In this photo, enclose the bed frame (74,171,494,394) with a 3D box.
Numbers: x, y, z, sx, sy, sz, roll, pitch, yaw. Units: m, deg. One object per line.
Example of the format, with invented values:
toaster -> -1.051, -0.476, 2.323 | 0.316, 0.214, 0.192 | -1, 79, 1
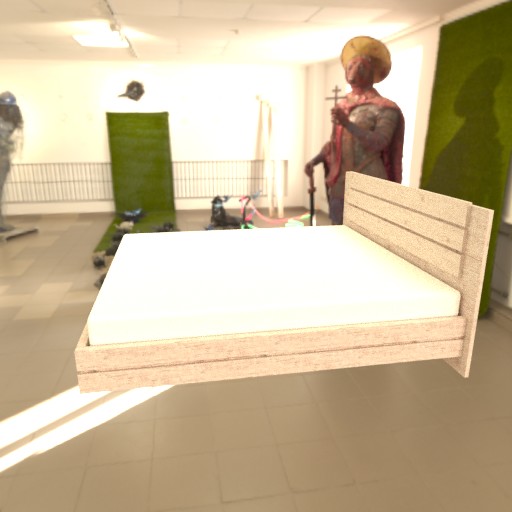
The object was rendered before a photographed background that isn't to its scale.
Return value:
bed frame -> 0.000, 0.000, 3.104 | 2.080, 0.970, 1.950 | -3, 17, -10
